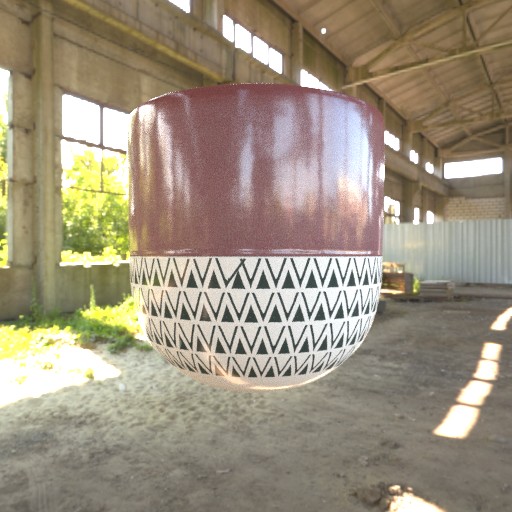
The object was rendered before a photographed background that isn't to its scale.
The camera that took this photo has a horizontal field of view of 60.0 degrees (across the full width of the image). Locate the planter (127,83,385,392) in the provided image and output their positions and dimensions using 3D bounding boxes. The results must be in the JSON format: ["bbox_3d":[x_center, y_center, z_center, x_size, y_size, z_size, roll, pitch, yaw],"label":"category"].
[{"bbox_3d":[0.000,0.000,0.477,0.266,0.270,0.266,0,0,0],"label":"planter"}]
